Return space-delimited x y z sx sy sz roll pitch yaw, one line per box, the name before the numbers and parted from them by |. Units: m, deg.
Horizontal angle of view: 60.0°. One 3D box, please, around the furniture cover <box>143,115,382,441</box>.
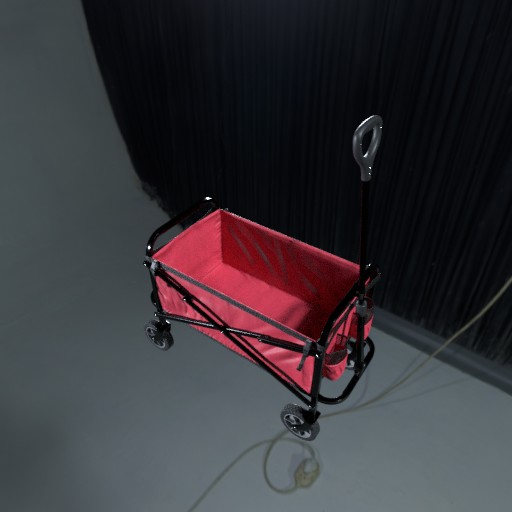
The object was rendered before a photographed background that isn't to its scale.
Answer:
furniture cover | 0.000 0.000 1.764 1.038 1.295 0.532 24 45 27
